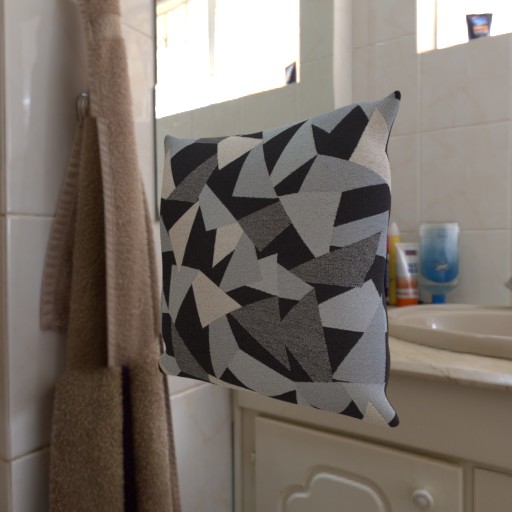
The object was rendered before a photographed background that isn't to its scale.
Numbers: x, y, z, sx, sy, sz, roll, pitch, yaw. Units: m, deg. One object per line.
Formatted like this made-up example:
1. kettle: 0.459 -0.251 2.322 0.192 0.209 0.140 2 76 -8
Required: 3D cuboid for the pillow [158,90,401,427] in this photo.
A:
1. pillow: 0.000 0.000 0.779 0.503 0.496 0.208 1 1 36
